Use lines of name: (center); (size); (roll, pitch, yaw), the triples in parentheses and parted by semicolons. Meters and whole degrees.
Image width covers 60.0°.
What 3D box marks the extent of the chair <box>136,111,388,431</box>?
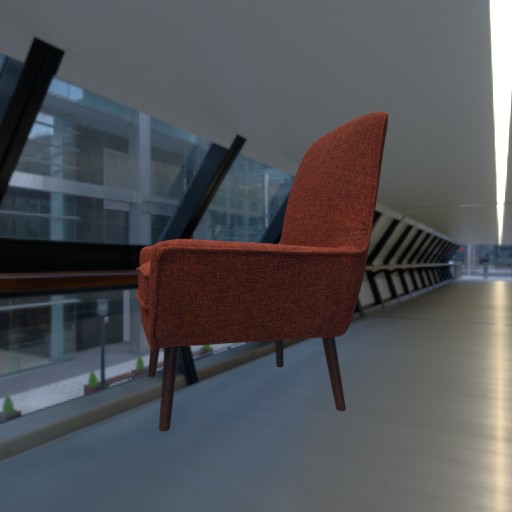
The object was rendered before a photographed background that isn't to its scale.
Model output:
chair: (0.000, 0.000, 1.514); (0.784, 0.911, 0.803); (0, 0, -17)
